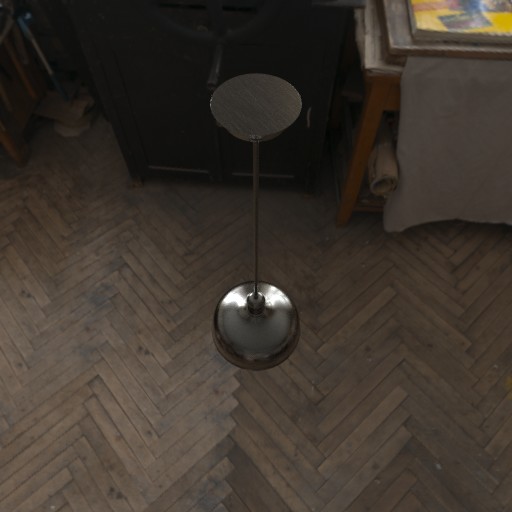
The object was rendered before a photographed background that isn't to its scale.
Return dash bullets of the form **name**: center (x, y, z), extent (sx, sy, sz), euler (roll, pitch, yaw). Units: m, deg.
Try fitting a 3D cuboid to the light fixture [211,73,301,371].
- **light fixture**: center (0.000, 0.000, 1.096), extent (0.299, 0.935, 0.299), euler (-31, 64, -17)
